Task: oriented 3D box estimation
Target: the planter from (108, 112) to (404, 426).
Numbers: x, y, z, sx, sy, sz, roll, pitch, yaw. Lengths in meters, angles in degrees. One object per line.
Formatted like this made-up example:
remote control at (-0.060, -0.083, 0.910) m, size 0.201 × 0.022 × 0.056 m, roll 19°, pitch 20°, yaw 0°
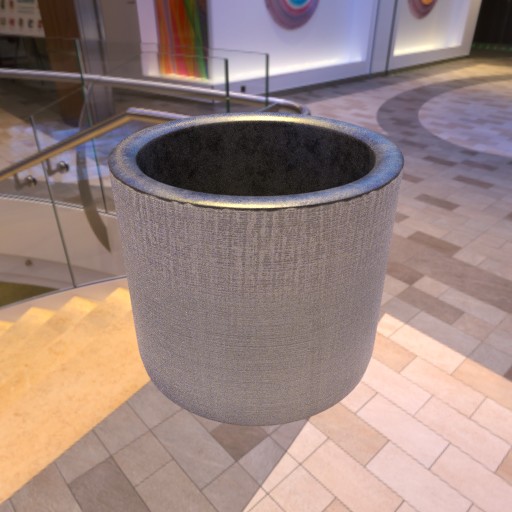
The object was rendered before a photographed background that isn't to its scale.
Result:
planter at (0.000, 0.000, 0.219) m, size 0.125 × 0.112 × 0.125 m, roll 0°, pitch 31°, yaw 0°
